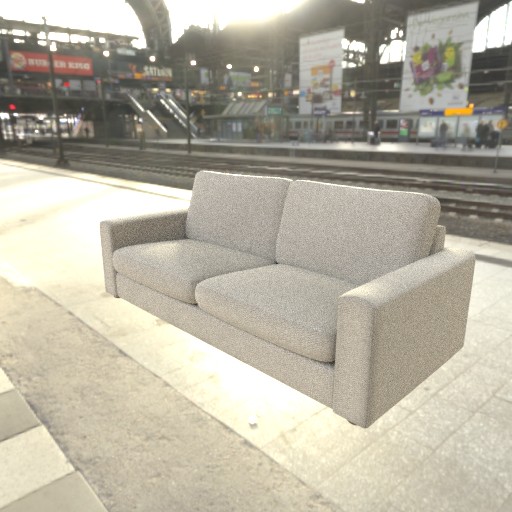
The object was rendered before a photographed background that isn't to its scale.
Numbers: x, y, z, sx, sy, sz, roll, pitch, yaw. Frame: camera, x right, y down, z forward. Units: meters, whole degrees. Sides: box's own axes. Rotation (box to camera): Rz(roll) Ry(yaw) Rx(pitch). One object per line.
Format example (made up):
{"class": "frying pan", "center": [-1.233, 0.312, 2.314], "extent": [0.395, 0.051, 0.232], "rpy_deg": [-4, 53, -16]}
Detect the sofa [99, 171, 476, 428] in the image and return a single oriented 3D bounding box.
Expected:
{"class": "sofa", "center": [0.000, 0.000, 2.687], "extent": [1.016, 0.873, 2.179], "rpy_deg": [-15, 22, -43]}
